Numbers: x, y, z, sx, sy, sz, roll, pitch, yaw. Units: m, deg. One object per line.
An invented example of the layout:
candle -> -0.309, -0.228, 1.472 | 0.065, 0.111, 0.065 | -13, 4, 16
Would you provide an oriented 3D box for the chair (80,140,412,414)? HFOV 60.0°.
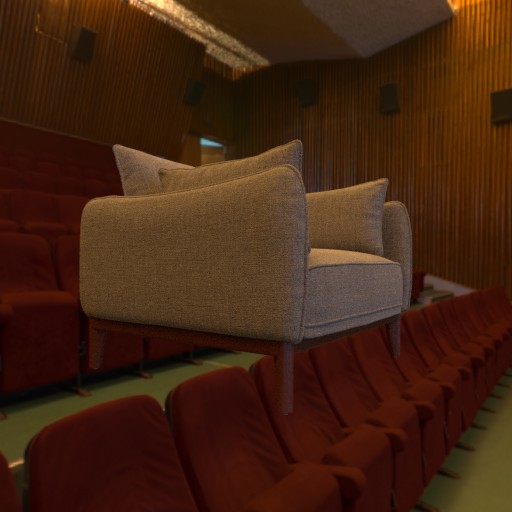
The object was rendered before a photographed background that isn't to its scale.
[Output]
chair -> 0.000, 0.000, 1.750 | 0.976, 0.839, 0.993 | -1, -1, 36
